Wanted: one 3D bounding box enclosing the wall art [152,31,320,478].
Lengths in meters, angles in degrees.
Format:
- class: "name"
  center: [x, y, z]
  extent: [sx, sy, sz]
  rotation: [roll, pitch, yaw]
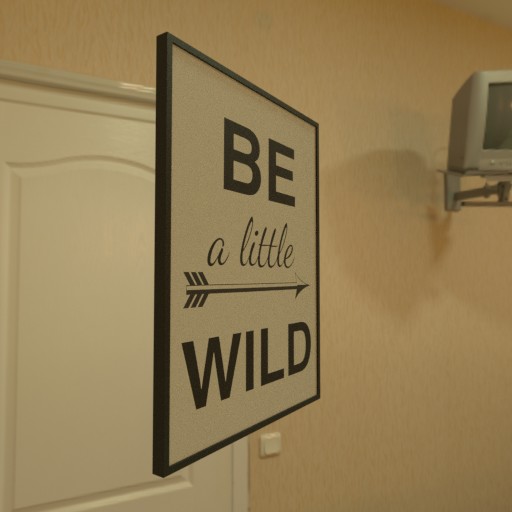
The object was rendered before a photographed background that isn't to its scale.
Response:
- class: "wall art"
  center: [0.000, 0.000, 1.393]
  extent: [0.038, 1.062, 0.806]
  rotation: [-2, -3, 35]
